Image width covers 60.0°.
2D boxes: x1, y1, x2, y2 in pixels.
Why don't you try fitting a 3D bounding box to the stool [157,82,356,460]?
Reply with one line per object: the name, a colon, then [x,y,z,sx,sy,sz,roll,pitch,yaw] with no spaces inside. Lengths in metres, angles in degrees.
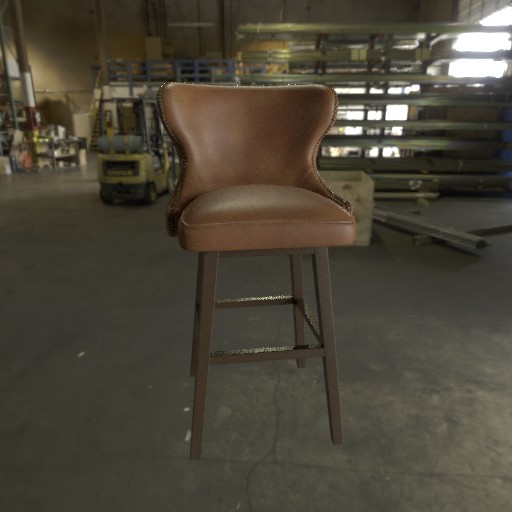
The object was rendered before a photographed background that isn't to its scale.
stool: [0.000,0.000,1.451,0.591,1.087,0.606,-3,17,-8]
